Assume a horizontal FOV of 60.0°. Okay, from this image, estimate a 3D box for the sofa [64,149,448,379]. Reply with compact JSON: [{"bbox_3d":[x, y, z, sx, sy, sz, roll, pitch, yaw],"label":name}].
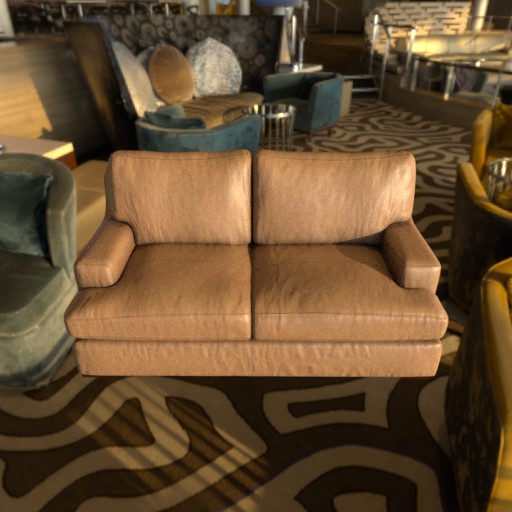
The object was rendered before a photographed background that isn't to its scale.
[{"bbox_3d":[0.000,0.000,2.413,1.855,0.980,0.962,0,30,0],"label":"sofa"}]
